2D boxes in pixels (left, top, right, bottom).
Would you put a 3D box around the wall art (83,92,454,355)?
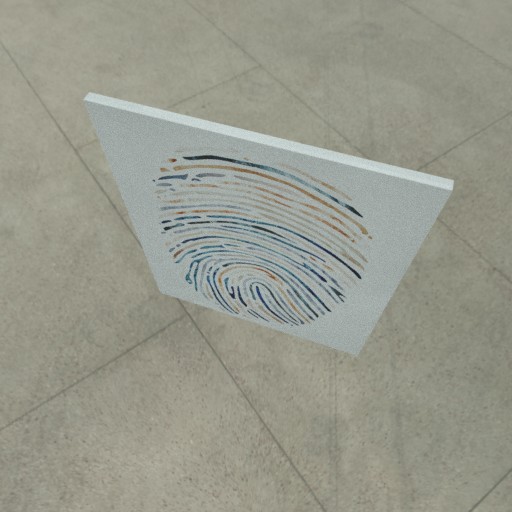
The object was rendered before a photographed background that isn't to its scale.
[{"bbox_3d":[0.000,0.000,1.000,0.609,0.710,0.021,16,60,10],"label":"wall art"}]
